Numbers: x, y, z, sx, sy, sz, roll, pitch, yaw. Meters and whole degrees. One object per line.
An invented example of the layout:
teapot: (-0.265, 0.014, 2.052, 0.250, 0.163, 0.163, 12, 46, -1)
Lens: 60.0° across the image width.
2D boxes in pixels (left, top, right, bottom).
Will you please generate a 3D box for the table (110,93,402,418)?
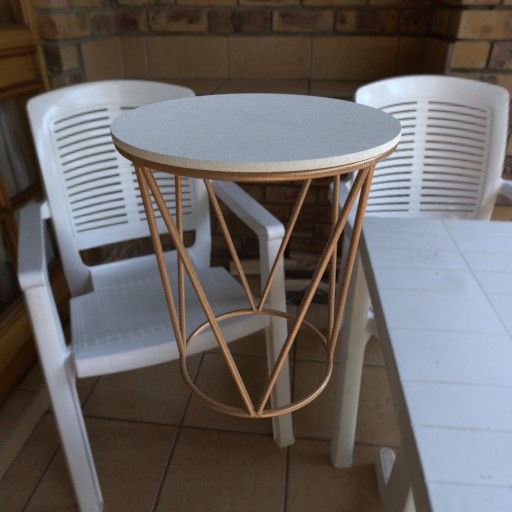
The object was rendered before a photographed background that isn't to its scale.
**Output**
table: (0.000, 0.000, 0.928, 0.500, 0.564, 0.500, 0, 30, 0)
